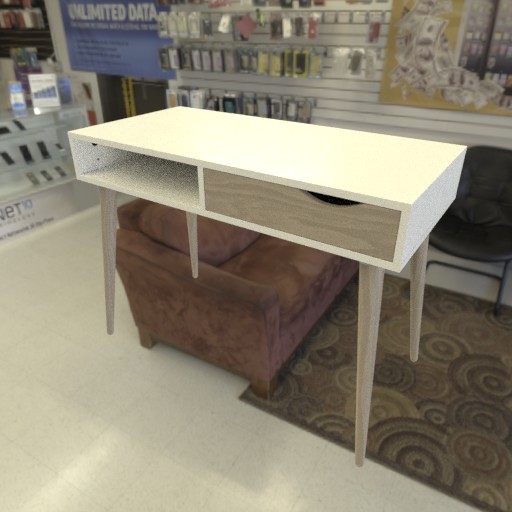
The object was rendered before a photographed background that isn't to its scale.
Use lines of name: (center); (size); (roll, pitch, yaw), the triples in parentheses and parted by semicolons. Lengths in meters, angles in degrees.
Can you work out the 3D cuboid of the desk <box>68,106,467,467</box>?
desk: (0.000, 0.000, 1.369); (0.979, 0.723, 0.491); (18, 34, 29)
